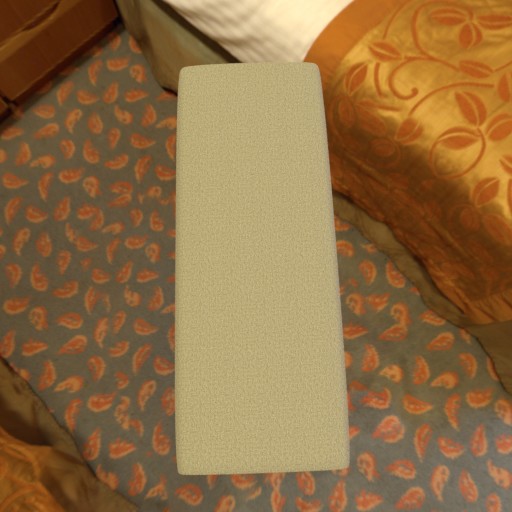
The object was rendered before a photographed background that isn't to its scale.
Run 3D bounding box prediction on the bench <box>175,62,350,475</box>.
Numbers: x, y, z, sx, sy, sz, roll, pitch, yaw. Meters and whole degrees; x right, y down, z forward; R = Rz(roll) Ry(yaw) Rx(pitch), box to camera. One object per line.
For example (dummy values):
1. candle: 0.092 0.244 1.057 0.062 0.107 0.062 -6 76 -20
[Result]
1. bench: 0.000 0.000 1.845 0.631 0.383 1.598 -2 77 0
